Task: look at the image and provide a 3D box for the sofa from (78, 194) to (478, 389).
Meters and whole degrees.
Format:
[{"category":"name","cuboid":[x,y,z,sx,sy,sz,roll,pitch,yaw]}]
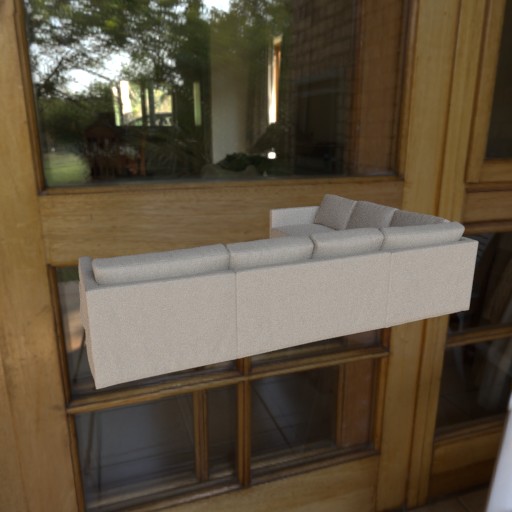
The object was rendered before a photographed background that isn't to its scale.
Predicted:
[{"category":"sofa","cuboid":[0.000,0.000,4.559,3.460,0.882,2.427,-7,17,-23]}]
